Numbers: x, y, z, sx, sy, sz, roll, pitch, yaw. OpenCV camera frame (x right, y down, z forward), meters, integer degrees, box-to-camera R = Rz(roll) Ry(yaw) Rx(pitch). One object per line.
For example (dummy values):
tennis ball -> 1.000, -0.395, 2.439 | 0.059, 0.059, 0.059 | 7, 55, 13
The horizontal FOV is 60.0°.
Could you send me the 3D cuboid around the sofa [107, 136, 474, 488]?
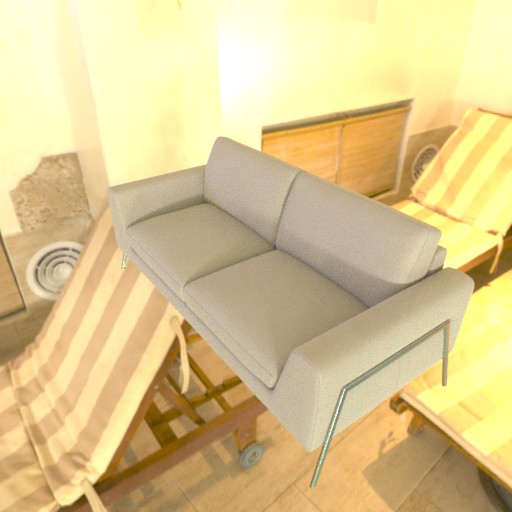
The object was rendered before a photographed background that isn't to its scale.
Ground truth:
sofa -> 0.000, 0.000, 2.482 | 0.953, 0.875, 2.017 | -21, 37, -30
